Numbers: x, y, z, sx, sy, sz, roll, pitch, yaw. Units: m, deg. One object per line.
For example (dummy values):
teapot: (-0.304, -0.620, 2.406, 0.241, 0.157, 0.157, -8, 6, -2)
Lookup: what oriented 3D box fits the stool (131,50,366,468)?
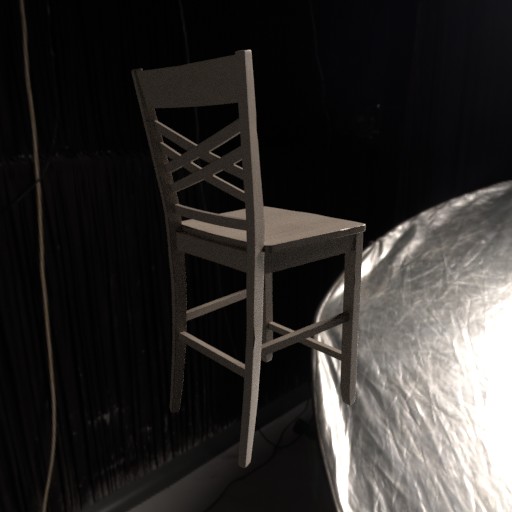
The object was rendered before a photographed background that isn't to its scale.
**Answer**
stool: (0.000, 0.000, 1.381, 0.539, 1.079, 0.462, -15, 22, -42)
